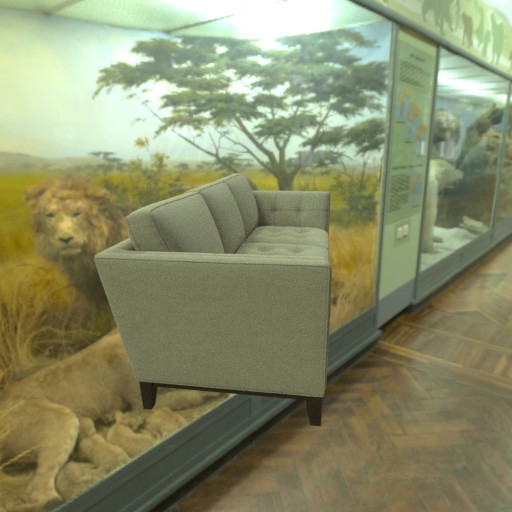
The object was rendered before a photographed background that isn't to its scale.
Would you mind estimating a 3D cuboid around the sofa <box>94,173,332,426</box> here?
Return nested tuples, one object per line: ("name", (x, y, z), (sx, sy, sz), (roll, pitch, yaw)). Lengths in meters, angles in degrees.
("sofa", (0.000, 0.000, 2.940), (0.965, 0.940, 2.388), (2, 15, 9))
